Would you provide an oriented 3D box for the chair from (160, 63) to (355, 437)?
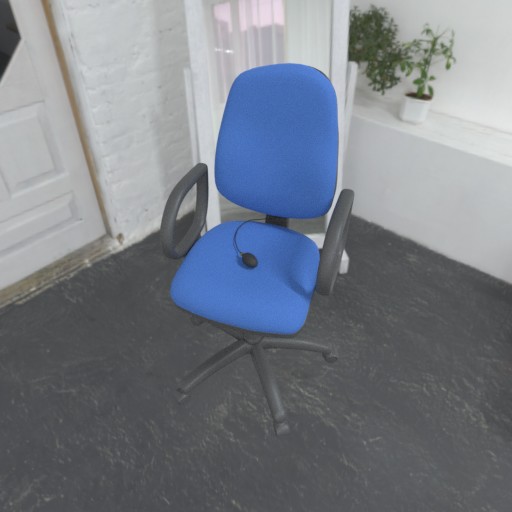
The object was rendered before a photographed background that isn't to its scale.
[{"bbox_3d":[0.000,0.000,1.244,0.552,0.905,0.549,13,43,14],"label":"chair"}]
